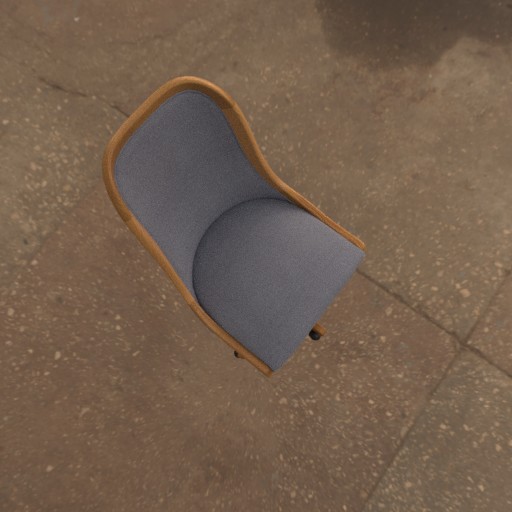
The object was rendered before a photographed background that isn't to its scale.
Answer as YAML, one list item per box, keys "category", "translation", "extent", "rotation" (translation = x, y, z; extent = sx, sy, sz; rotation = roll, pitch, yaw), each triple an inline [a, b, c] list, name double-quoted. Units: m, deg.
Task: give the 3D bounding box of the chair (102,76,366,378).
- category: "chair"
  translation: [0.000, 0.000, 1.498]
  extent: [0.735, 1.031, 0.605]
  rotation: [38, 79, 9]
